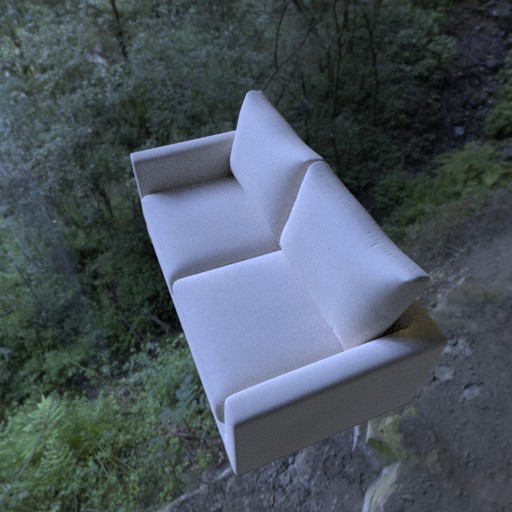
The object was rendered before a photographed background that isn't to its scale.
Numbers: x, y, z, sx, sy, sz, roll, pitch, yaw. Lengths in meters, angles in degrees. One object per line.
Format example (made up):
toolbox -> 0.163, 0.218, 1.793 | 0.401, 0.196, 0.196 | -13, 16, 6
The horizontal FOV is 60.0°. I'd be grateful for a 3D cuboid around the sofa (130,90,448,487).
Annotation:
sofa -> 0.000, 0.000, 2.263 | 0.906, 0.995, 1.739 | -17, 48, -15
